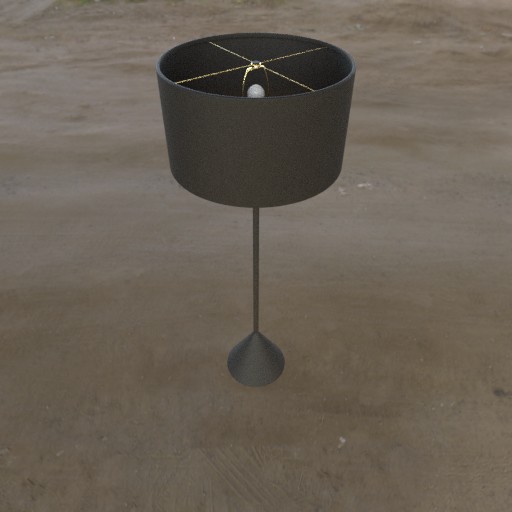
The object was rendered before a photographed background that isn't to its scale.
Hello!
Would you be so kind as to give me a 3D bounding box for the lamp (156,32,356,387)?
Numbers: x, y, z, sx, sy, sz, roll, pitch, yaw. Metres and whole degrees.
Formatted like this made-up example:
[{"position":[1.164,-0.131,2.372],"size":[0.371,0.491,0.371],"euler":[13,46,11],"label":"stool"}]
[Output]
[{"position":[0.000,0.000,1.800],"size":[0.580,1.526,0.580],"euler":[-25,47,-26],"label":"lamp"}]
